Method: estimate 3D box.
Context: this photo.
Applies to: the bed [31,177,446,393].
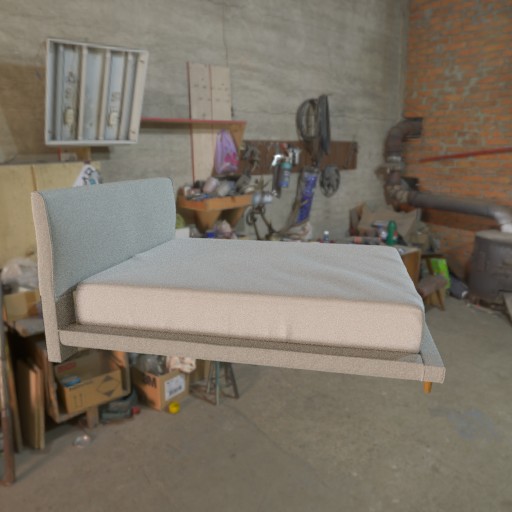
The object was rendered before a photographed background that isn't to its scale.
[{"bbox_3d":[0.000,0.000,3.472,2.498,1.126,1.980,3,13,12],"label":"bed"}]
